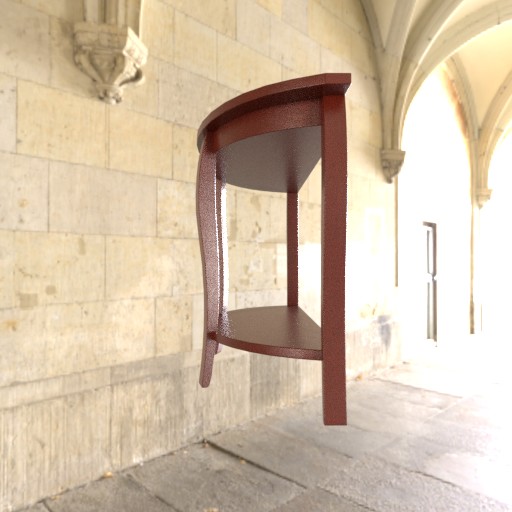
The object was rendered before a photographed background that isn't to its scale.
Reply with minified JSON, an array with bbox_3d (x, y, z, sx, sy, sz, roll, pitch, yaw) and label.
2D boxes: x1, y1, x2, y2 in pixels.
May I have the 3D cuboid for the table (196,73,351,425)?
[{"bbox_3d":[0.000,0.000,1.562,0.405,0.779,1.219,0,-1,0],"label":"table"}]
